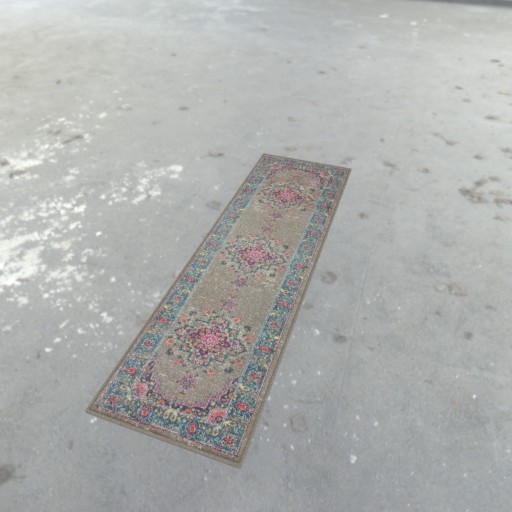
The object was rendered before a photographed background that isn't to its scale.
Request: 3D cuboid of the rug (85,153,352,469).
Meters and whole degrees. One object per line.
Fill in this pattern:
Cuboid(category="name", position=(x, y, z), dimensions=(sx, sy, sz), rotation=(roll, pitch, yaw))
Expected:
Cuboid(category="rug", position=(0.000, 0.000, 2.030), dimensions=(0.553, 0.012, 1.827), rotation=(13, 43, 14))
